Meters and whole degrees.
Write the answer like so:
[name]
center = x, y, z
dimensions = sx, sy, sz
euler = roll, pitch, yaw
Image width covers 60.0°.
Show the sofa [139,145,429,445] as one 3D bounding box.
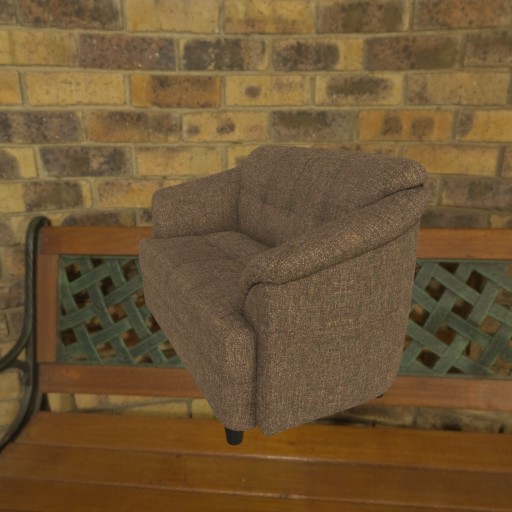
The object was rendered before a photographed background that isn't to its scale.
[sofa]
center = 0.000, 0.000, 1.927
dimensions = 0.799, 0.895, 1.404
euler = -8, 18, -25
